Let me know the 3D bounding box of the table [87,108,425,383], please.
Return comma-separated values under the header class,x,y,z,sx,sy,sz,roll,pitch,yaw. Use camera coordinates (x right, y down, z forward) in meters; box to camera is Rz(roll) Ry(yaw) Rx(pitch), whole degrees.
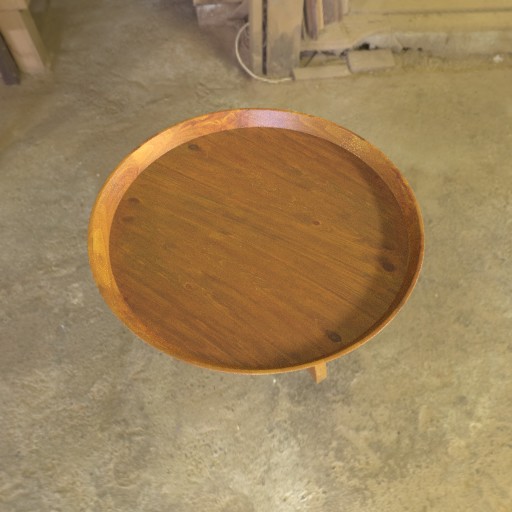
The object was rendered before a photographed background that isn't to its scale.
class,x,y,z,sx,sy,sz,roll,pitch,yaw
table,0.000,0.000,1.558,1.016,0.470,1.016,0,58,0
